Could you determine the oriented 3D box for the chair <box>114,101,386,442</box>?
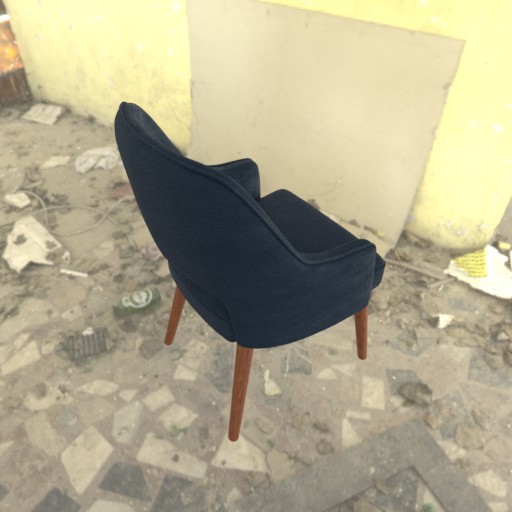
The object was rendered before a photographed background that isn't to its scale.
[{"bbox_3d":[0.000,0.000,1.216,0.591,0.844,0.559,-24,45,-26],"label":"chair"}]
